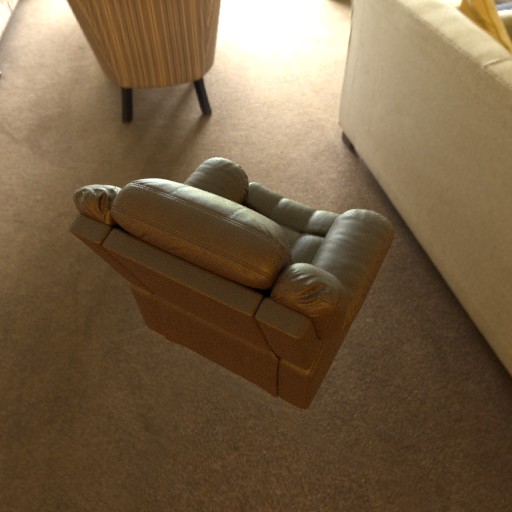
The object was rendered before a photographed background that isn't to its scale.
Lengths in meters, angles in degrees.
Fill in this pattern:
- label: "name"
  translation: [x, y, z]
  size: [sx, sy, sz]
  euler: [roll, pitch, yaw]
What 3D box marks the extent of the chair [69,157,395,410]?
- label: "chair"
  translation: [0.000, 0.000, 1.738]
  size: [0.899, 1.009, 0.934]
  euler: [23, 52, 19]
